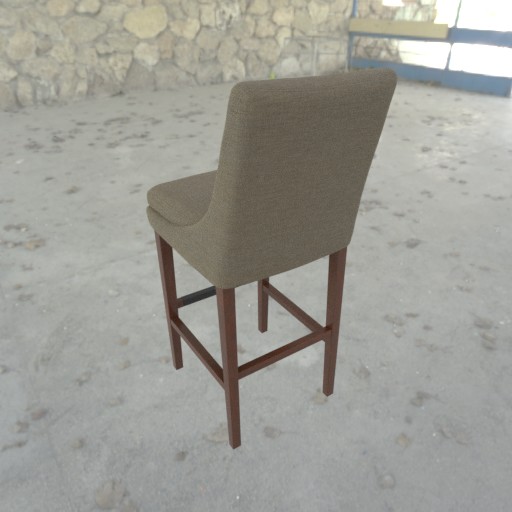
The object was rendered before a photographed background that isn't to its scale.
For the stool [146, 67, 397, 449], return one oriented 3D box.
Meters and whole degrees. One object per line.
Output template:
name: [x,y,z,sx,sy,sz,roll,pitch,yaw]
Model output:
stool: [0.000,0.000,1.338,0.470,1.078,0.577,-18,34,-29]
